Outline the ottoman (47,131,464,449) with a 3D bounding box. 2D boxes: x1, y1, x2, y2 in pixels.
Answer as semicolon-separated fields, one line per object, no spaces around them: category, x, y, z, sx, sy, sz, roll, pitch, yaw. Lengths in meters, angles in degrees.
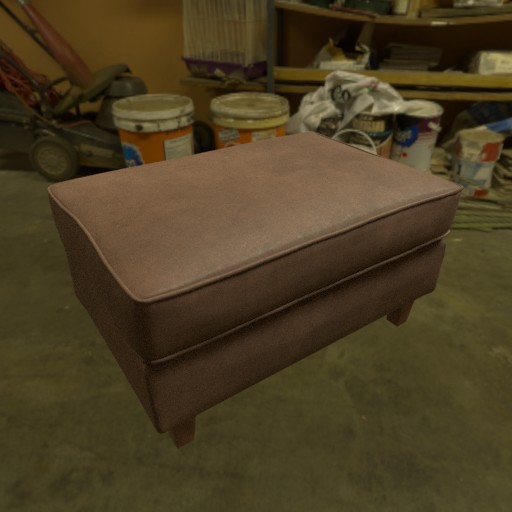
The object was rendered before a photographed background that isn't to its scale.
ottoman;0.000;0.000;1.169;0.860;0.481;0.596;-20;36;-29
